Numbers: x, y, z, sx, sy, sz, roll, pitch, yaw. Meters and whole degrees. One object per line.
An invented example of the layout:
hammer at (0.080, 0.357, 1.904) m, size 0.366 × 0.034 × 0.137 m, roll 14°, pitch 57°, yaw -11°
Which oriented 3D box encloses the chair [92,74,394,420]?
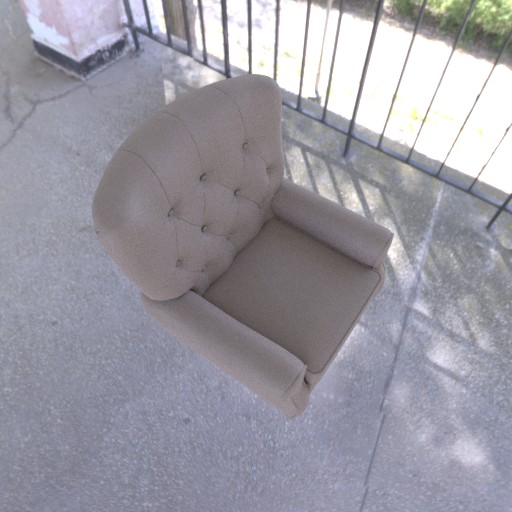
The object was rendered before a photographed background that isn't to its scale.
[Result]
chair at (0.000, 0.000, 1.974) m, size 1.041 × 1.138 × 0.999 m, roll 31°, pitch 62°, yaw 18°
